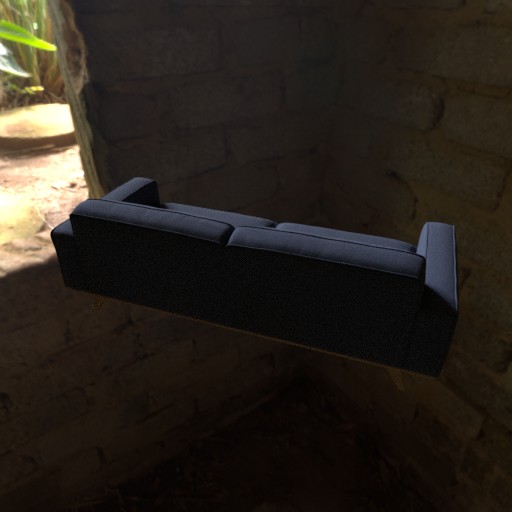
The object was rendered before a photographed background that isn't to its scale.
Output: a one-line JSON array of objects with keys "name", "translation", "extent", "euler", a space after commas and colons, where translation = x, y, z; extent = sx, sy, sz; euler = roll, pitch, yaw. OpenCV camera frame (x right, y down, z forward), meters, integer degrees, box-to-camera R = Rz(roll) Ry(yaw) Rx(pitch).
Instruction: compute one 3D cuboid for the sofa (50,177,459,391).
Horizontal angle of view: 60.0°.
[{"name": "sofa", "translation": [0.000, 0.000, 2.726], "extent": [2.270, 0.782, 0.953], "euler": [11, 34, 17]}]
